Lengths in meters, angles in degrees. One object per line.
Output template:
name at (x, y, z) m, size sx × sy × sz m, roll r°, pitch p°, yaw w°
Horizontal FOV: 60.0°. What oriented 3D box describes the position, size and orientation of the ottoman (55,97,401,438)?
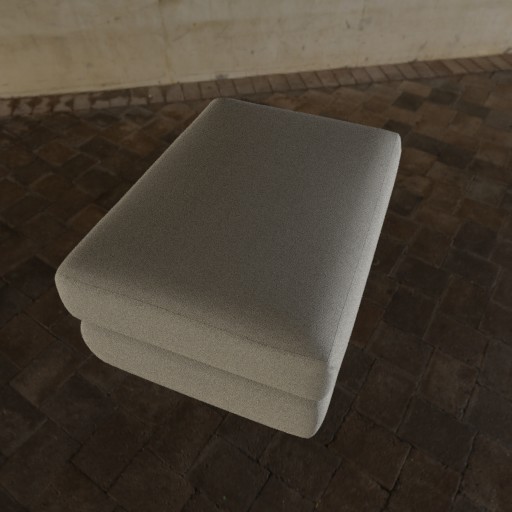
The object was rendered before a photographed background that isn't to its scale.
ottoman at (0.000, 0.000, 1.150) m, size 0.569 × 0.504 × 0.773 m, roll 16°, pitch 49°, yaw 14°
